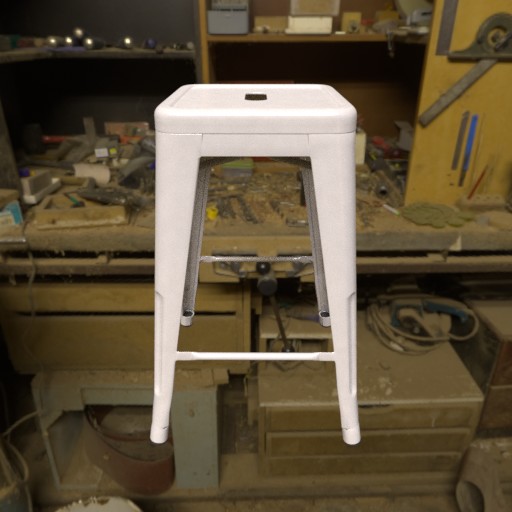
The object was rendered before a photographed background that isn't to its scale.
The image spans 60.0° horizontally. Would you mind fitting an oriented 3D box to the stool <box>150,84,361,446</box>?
[{"bbox_3d":[0.000,0.000,0.881,0.406,0.610,0.406,0,28,0],"label":"stool"}]
